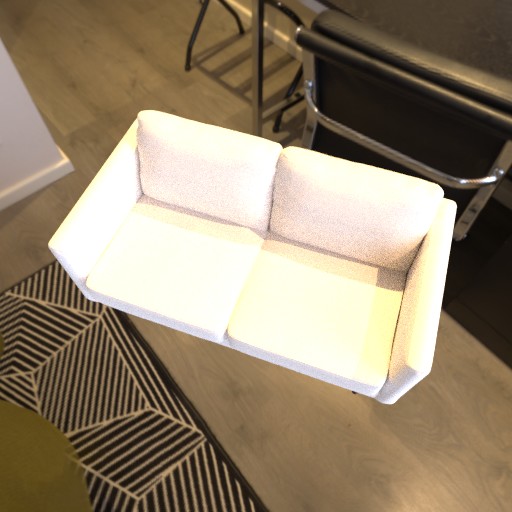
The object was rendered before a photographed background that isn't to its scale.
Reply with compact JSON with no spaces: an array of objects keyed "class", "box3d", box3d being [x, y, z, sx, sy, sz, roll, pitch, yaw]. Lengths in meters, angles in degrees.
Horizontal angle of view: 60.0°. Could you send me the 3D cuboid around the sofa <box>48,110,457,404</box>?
[{"class":"sofa","box3d":[0.000,0.000,2.245,1.713,0.893,0.940,17,61,10]}]
